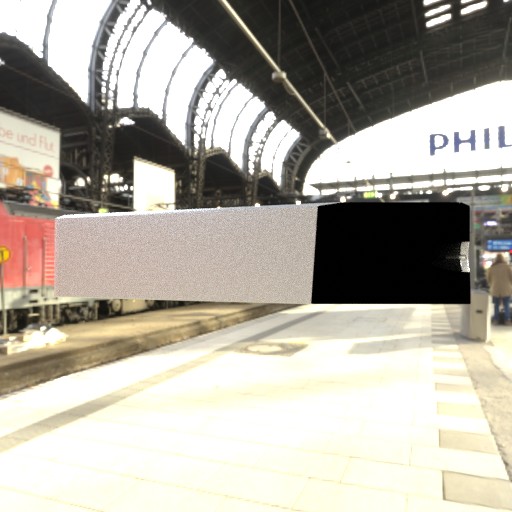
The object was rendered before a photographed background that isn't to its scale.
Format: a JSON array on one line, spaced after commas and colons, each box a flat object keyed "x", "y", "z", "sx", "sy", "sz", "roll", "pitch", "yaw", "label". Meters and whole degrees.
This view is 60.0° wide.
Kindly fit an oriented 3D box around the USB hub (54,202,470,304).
[{"x": 0.000, "y": 0.000, "z": 0.128, "sx": 0.110, "sy": 0.023, "sz": 0.044, "roll": 0, "pitch": -1, "yaw": 19, "label": "USB hub"}]
